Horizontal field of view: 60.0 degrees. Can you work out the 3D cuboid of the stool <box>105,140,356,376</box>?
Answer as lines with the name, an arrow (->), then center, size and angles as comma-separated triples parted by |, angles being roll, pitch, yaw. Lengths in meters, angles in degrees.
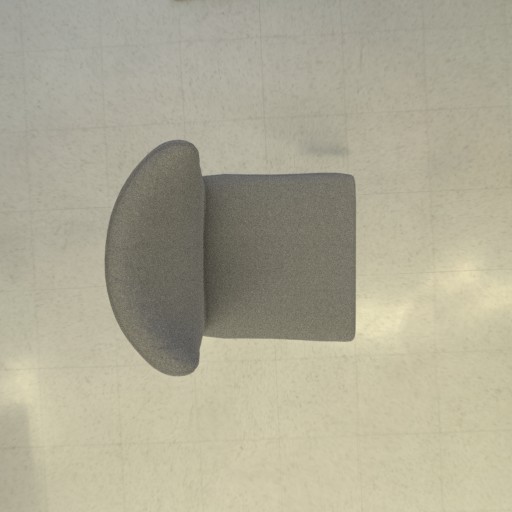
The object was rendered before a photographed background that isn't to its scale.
stool -> 0.000, 0.000, 1.370 | 0.568, 1.069, 0.481 | 0, 91, 1
